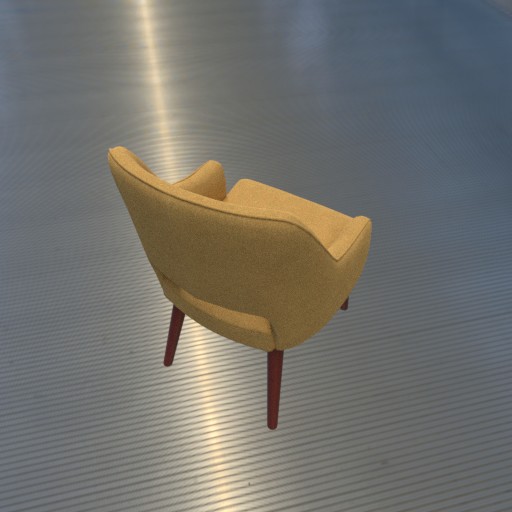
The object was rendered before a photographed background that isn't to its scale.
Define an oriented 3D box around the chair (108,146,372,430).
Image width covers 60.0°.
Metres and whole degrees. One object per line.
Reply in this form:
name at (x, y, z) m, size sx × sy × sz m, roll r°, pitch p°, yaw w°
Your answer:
chair at (0.000, 0.000, 1.251) m, size 0.548 × 0.849 × 0.605 m, roll 24°, pitch 51°, yaw 21°
